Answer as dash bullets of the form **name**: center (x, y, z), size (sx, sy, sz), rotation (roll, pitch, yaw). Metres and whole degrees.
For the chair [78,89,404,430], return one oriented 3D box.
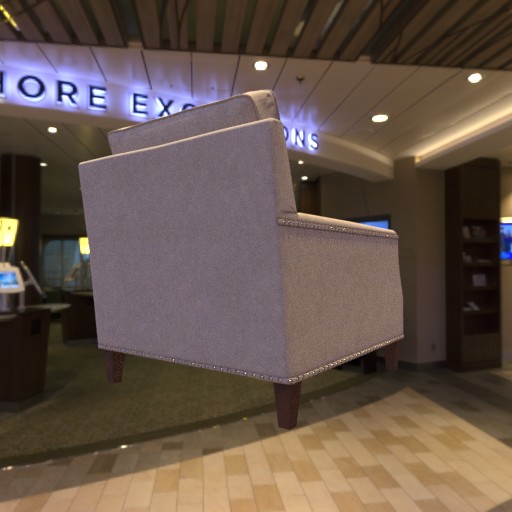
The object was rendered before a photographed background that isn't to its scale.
- **chair**: center (0.000, 0.000, 1.735), size (0.853, 0.943, 1.014), rotation (-1, -1, 36)
